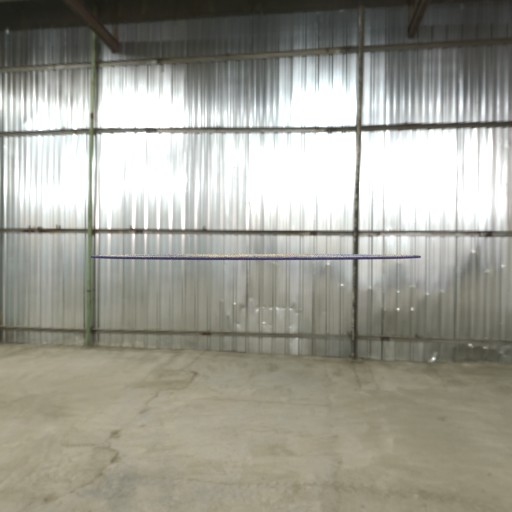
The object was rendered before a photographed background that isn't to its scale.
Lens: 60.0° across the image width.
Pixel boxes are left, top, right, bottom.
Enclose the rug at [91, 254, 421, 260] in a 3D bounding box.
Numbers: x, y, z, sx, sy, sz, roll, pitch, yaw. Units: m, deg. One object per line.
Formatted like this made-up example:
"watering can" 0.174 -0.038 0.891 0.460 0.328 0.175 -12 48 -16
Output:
"rug" 0.000 0.000 3.416 2.386 0.014 2.386 0 1 0
